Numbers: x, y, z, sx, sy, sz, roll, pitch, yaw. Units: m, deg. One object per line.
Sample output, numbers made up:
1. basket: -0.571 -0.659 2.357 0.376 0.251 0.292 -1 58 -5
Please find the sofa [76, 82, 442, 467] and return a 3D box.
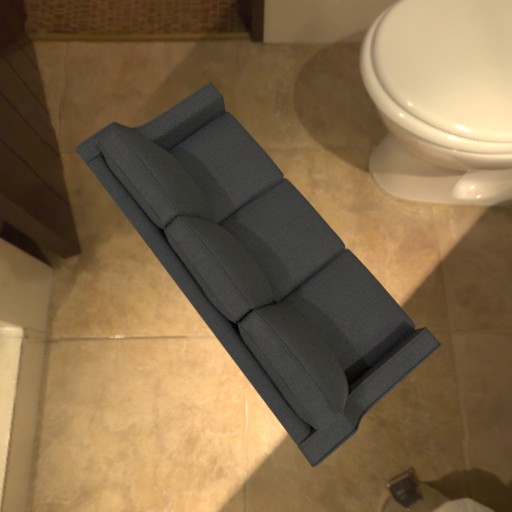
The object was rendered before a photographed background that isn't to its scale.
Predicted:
1. sofa: 0.000 0.000 2.548 0.911 0.974 1.986 -37 78 -10
